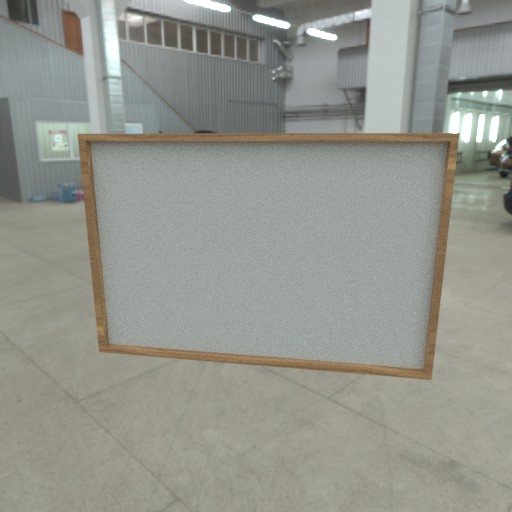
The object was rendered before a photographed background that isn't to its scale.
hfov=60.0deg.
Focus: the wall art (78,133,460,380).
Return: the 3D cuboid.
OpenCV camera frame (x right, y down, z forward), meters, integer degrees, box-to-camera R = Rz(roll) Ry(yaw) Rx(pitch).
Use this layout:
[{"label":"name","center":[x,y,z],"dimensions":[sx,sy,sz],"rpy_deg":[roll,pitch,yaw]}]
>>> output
[{"label":"wall art","center":[0.000,0.000,0.754],"dimensions":[0.604,0.402,0.018],"rpy_deg":[2,15,9]}]
